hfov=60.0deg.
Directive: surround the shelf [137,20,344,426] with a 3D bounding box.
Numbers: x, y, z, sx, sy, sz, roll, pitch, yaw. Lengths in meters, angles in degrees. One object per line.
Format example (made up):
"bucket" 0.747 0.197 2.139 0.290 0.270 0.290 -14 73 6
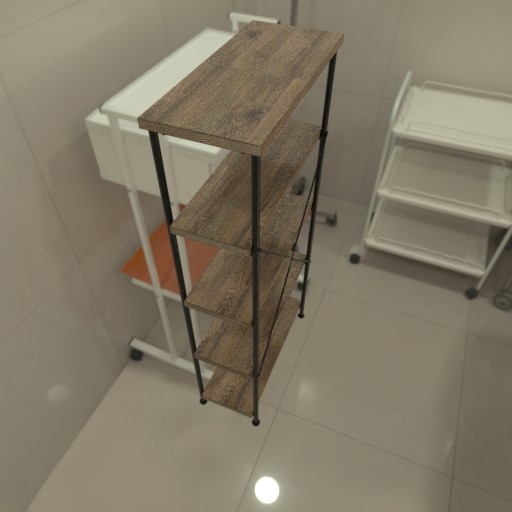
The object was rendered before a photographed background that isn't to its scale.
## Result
"shelf" 0.000 0.000 2.010 0.360 1.700 0.800 17 49 15
